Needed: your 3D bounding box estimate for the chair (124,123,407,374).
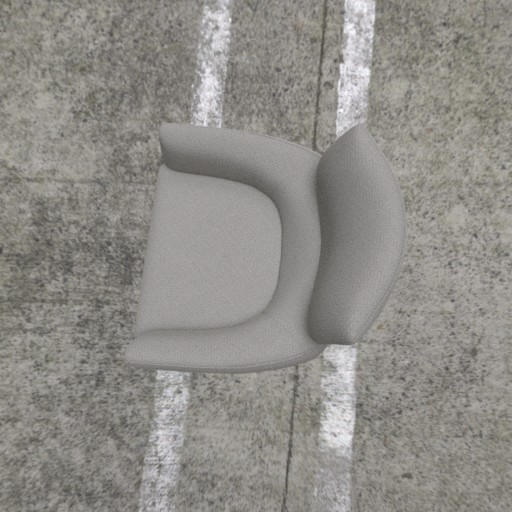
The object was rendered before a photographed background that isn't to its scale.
[{"bbox_3d":[0.000,0.000,1.436,0.730,0.810,0.760,5,76,1],"label":"chair"}]
